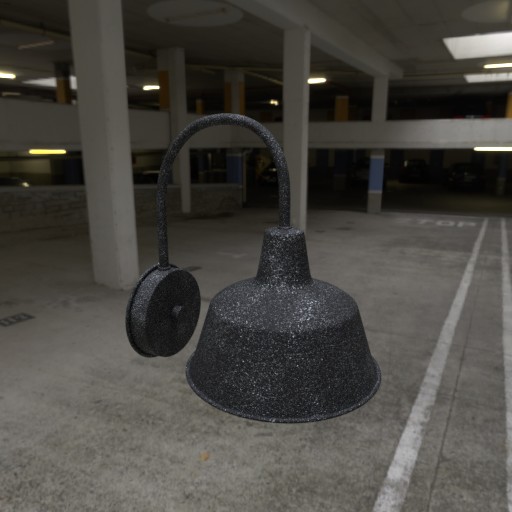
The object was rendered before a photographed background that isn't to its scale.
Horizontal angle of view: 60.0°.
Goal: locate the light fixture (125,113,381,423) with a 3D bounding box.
[{"bbox_3d":[0.000,0.000,0.486,0.283,0.300,0.216,8,16,27],"label":"light fixture"}]
